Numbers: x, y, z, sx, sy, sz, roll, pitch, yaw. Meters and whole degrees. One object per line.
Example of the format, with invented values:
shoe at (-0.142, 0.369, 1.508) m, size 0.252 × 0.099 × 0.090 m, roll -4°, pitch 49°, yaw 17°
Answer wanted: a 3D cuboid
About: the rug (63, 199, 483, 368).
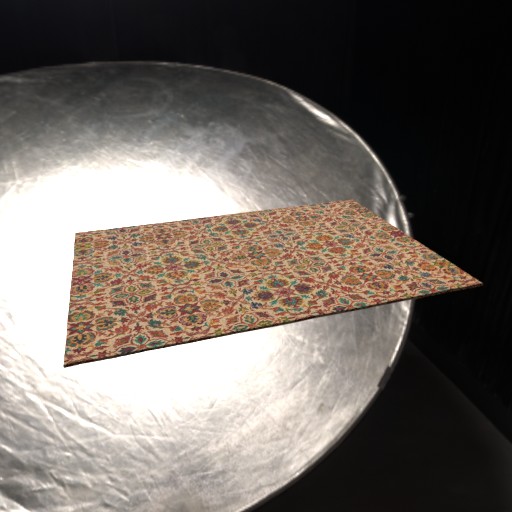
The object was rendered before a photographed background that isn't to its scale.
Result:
rug at (0.000, 0.000, 2.923) m, size 2.297 × 0.018 × 1.541 m, roll -8°, pitch 28°, yaw -16°
